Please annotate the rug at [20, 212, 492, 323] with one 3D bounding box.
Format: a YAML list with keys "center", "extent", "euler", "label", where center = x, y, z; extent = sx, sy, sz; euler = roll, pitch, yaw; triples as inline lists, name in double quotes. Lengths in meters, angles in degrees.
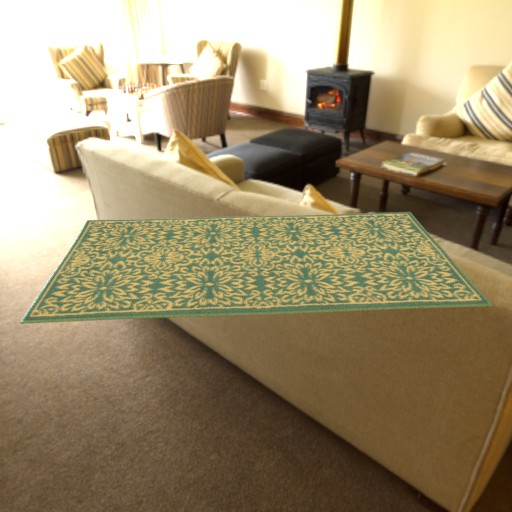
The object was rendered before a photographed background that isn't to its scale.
- center: [0.000, 0.000, 1.402]
  extent: [1.219, 0.007, 0.604]
  euler: [-2, 30, -3]
  label: "rug"
